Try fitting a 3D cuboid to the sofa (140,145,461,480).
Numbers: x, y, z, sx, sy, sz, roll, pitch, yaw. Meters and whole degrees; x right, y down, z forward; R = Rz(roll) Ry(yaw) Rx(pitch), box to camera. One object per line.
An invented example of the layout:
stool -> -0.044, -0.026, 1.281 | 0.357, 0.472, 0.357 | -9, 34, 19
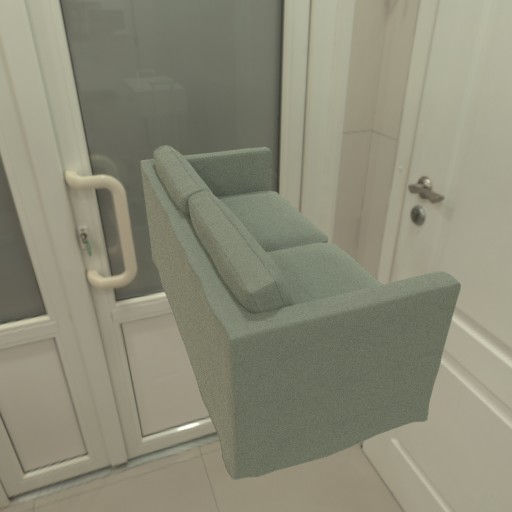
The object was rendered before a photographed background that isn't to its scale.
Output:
sofa -> 0.000, 0.000, 2.446 | 0.940, 0.870, 1.987 | -11, 31, -18
